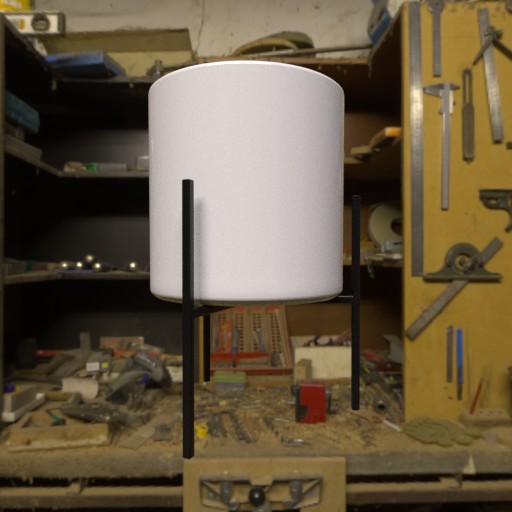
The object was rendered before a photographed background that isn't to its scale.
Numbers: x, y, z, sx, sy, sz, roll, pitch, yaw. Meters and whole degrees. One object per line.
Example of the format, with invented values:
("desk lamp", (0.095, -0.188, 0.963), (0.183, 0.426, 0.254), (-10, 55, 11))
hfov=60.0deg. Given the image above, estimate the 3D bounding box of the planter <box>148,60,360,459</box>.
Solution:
("planter", (0.000, 0.000, 0.508), (0.239, 0.356, 0.239), (0, 1, -1))
